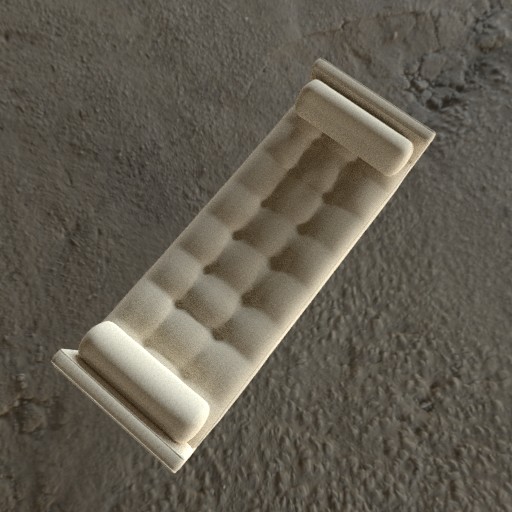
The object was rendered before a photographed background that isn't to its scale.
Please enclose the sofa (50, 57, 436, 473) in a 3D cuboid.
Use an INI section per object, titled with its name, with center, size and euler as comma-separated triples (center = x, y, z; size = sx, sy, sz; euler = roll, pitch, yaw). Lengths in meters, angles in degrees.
[sofa]
center = 0.000, 0.000, 2.337
size = 0.746, 0.641, 1.985
euler = 38, 78, 9
